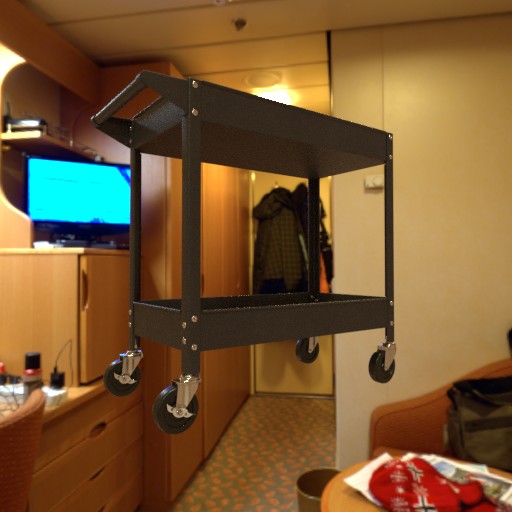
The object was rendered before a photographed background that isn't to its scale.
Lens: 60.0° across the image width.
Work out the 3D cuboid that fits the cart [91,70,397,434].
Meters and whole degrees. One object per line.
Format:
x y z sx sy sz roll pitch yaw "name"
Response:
0.000 0.000 1.195 0.779 0.719 0.366 1 -2 -36 "cart"
